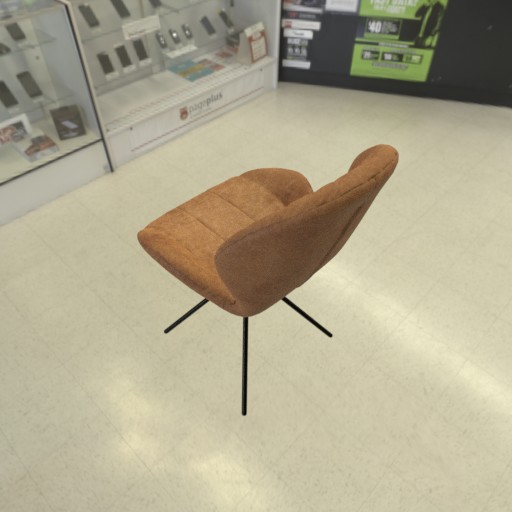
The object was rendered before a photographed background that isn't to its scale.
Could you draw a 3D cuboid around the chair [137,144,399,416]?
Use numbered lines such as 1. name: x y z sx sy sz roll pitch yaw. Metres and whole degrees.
1. chair: 0.000 0.000 1.296 0.527 0.929 0.640 -35 56 -28
